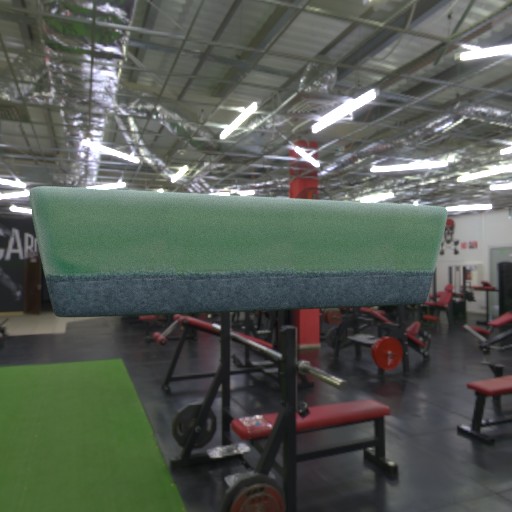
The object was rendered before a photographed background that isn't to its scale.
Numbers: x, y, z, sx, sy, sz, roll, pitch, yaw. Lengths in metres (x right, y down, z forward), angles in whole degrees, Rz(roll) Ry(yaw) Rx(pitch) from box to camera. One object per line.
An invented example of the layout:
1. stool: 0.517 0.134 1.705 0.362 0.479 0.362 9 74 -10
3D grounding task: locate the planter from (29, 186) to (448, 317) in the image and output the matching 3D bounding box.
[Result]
1. planter: 0.000 0.000 0.306 0.275 0.072 0.072 0 -1 -19
